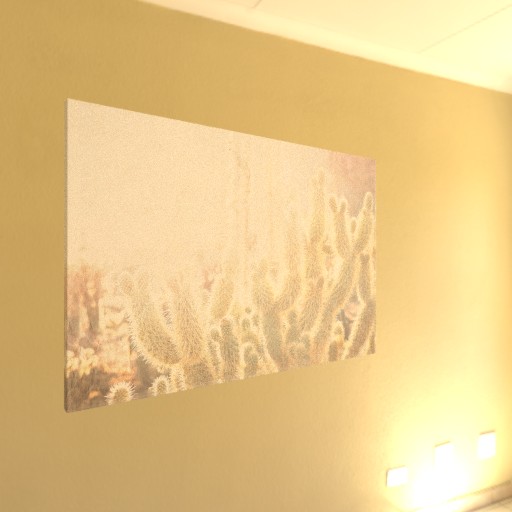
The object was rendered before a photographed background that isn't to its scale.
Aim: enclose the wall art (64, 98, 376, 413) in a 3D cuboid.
[{"bbox_3d":[0.000,0.000,1.884,1.525,1.012,0.038,0,0,-36],"label":"wall art"}]
